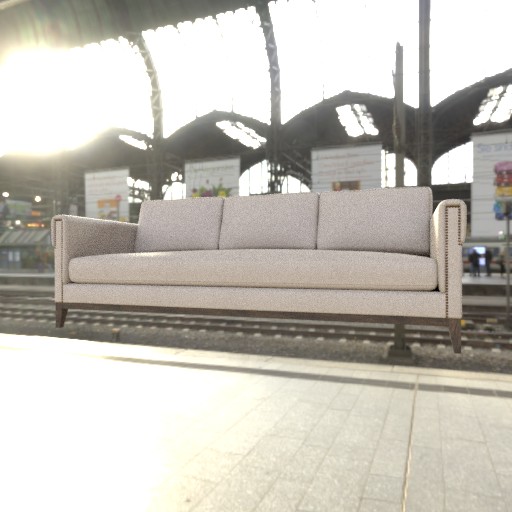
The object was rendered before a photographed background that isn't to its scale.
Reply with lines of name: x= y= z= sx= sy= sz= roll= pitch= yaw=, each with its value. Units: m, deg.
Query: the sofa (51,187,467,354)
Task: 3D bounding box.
sofa: x=0.000 y=0.000 z=2.674 sx=2.210 sy=0.838 sz=0.959 roll=0 pitch=0 yaw=19
